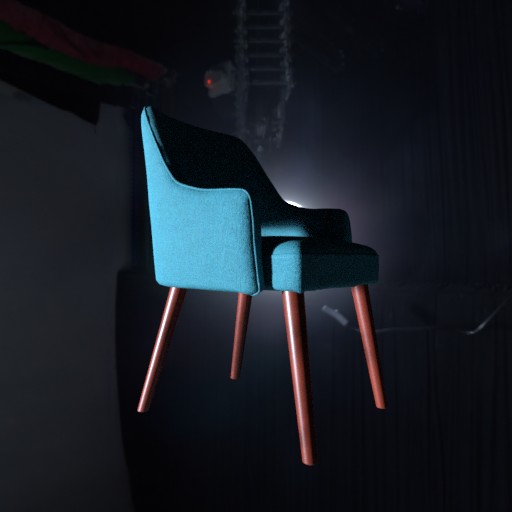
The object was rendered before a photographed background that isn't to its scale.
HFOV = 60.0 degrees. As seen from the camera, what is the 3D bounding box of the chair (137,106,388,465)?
[{"bbox_3d":[0.000,0.000,1.248,0.605,0.849,0.548,0,0,36],"label":"chair"}]
